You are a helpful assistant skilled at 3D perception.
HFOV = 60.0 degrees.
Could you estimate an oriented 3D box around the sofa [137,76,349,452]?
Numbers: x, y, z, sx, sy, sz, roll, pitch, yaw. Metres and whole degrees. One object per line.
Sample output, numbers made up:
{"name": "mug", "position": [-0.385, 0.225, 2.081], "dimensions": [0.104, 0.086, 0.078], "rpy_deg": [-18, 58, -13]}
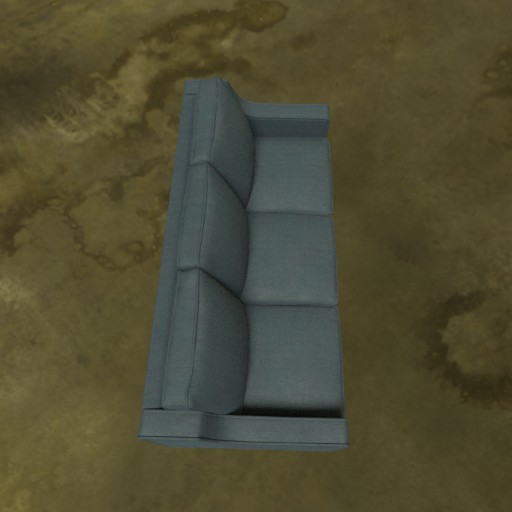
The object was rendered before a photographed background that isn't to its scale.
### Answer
{"name": "sofa", "position": [0.000, 0.000, 2.504], "dimensions": [0.911, 0.974, 1.986], "rpy_deg": [1, 64, 1]}
